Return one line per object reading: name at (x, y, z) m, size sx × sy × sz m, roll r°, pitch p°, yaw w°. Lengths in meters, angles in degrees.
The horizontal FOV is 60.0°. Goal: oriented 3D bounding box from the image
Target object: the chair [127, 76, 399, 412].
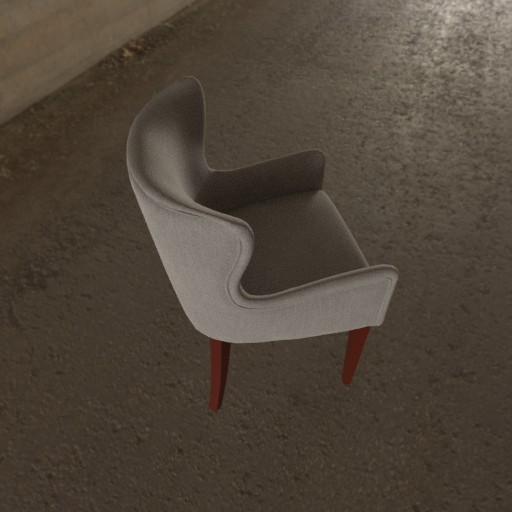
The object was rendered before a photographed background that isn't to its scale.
chair at (0.000, 0.000, 1.477) m, size 0.677 × 0.948 × 0.732 m, roll -9°, pitch 46°, yaw -9°
